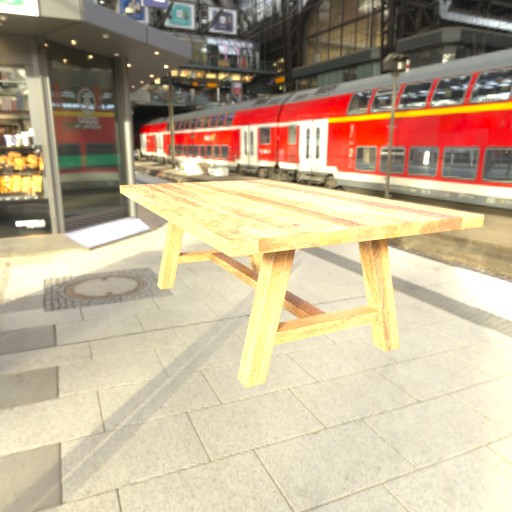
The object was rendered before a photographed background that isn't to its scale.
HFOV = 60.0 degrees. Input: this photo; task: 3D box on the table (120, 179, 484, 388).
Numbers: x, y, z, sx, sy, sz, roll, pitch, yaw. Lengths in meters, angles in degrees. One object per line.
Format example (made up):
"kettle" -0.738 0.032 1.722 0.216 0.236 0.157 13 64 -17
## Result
"table" 0.000 0.000 1.693 0.760 0.455 1.320 -7 16 -25
